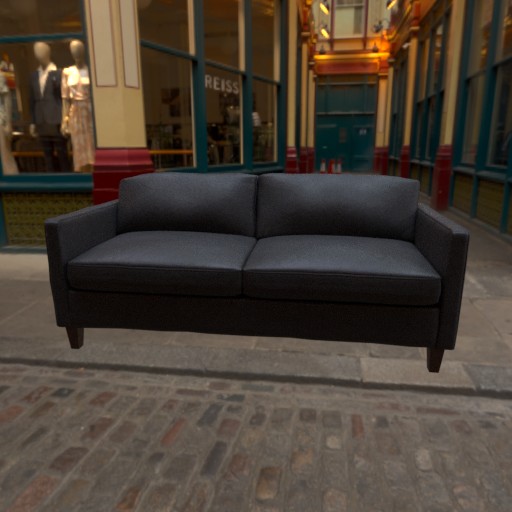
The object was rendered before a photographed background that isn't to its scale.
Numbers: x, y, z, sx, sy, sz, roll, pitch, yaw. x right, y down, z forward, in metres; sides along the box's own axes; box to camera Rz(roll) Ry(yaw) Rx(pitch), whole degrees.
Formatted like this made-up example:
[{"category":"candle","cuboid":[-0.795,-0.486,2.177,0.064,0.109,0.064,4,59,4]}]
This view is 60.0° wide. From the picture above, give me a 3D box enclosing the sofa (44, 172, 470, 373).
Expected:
[{"category":"sofa","cuboid":[0.000,0.000,2.452,1.971,0.863,0.933,2,15,8]}]
